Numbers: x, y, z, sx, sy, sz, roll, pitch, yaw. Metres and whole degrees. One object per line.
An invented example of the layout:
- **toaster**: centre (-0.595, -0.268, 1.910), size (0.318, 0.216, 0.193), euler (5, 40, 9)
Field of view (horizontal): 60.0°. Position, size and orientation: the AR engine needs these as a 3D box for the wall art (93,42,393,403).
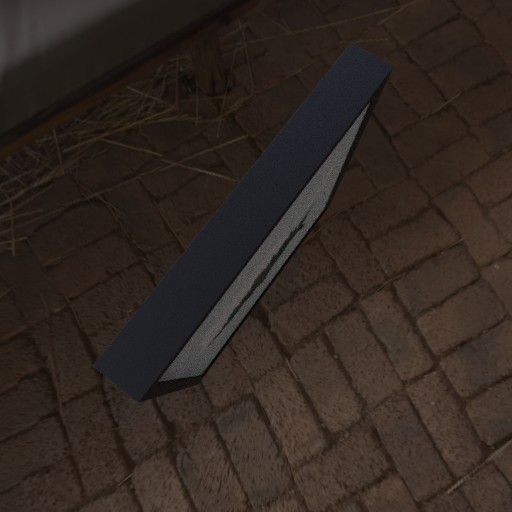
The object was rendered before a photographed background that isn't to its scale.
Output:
- **wall art**: centre (0.000, 0.000, 0.460), size (0.038, 0.304, 0.304), euler (35, 79, 8)
